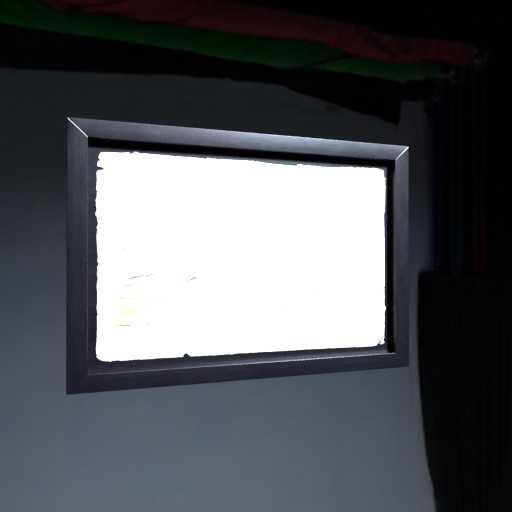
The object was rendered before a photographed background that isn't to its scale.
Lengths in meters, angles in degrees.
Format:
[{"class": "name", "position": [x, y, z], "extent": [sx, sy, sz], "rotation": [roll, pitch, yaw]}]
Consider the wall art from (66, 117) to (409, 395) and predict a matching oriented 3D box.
[{"class": "wall art", "position": [0.000, 0.000, 0.558], "extent": [0.440, 0.306, 0.013], "rotation": [0, 0, -17]}]
